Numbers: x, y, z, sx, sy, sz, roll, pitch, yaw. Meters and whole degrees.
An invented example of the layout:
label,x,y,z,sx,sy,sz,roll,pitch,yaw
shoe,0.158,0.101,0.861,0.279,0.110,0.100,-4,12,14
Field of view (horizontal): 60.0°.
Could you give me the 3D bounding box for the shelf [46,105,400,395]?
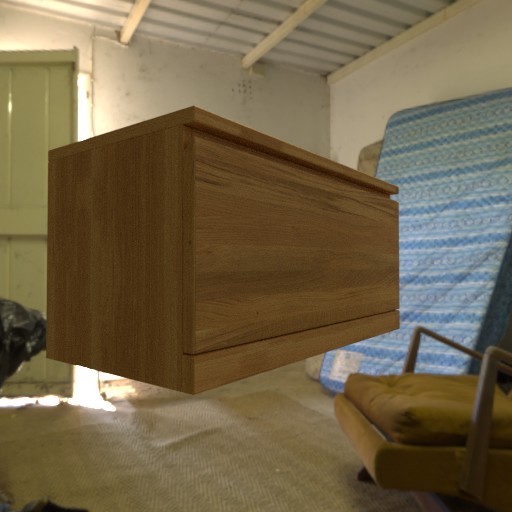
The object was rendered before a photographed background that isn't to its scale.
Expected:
label,x,y,z,sx,sy,sz,roll,pitch,yaw
shelf,0.000,0.000,1.047,0.400,0.400,0.800,-1,-2,38
